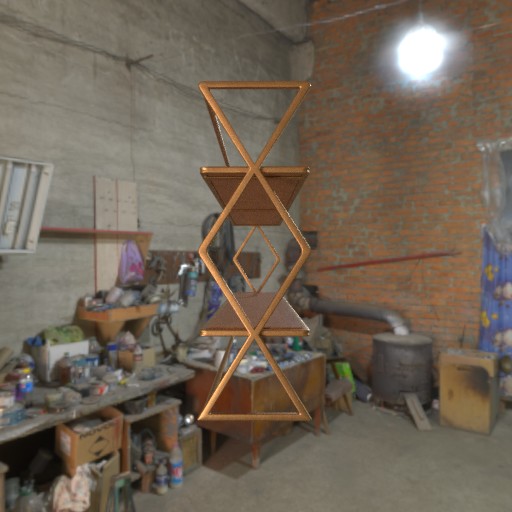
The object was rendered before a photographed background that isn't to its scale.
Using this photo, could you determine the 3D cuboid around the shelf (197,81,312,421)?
[{"bbox_3d":[0.000,0.000,0.996,0.150,0.450,0.822,0,-1,0],"label":"shelf"}]
